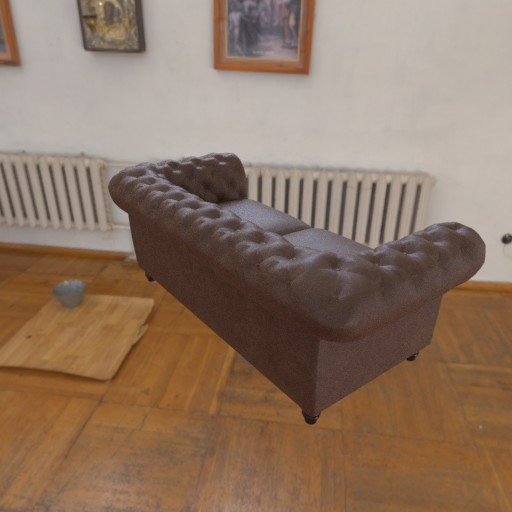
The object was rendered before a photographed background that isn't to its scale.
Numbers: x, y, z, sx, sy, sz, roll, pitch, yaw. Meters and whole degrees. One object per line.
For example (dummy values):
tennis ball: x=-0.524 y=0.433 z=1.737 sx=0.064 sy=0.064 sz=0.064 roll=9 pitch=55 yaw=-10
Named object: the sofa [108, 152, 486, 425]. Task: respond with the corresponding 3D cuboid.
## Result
sofa: x=0.000 y=0.000 z=2.458 sx=0.955 sy=0.784 sz=2.048 roll=-18 pitch=31 yaw=-33
